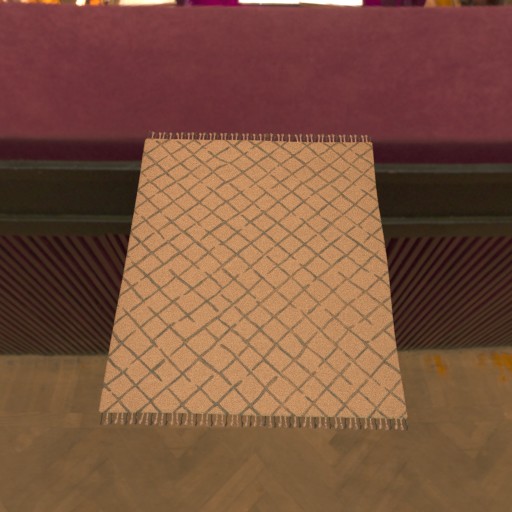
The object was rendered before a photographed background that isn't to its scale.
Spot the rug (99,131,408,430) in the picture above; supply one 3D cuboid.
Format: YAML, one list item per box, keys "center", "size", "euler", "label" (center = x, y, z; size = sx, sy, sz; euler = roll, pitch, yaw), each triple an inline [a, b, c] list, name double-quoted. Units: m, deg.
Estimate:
- center: [0.000, 0.000, 4.906]
  size: [2.892, 0.036, 3.585]
  euler: [1, 63, 0]
  label: "rug"
